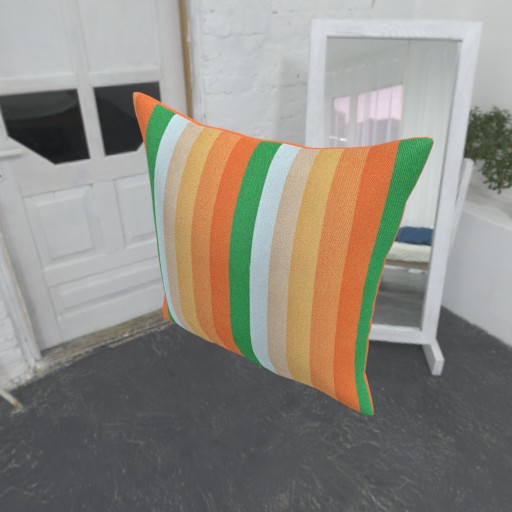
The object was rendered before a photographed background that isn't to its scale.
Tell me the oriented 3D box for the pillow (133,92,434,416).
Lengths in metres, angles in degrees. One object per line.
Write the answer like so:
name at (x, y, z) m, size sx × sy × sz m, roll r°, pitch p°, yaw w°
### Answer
pillow at (0.000, 0.000, 0.692) m, size 0.453 × 0.444 × 0.169 m, roll 19°, pitch 36°, yaw 28°
